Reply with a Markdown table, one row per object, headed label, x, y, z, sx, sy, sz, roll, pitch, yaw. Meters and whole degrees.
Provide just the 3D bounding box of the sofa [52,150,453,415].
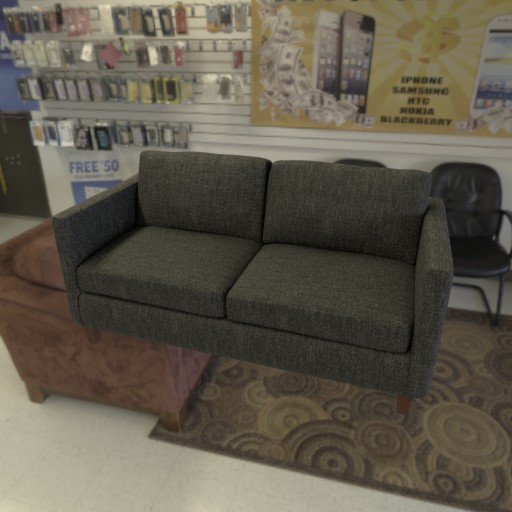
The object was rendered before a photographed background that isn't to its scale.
| label | x | y | z | sx | sy | sz | roll | pitch | yaw |
| --- | --- | --- | --- | --- | --- | --- | --- | --- | --- |
| sofa | 0.000 | 0.000 | 2.421 | 1.884 | 0.963 | 0.950 | 8 | 27 | 16 |
